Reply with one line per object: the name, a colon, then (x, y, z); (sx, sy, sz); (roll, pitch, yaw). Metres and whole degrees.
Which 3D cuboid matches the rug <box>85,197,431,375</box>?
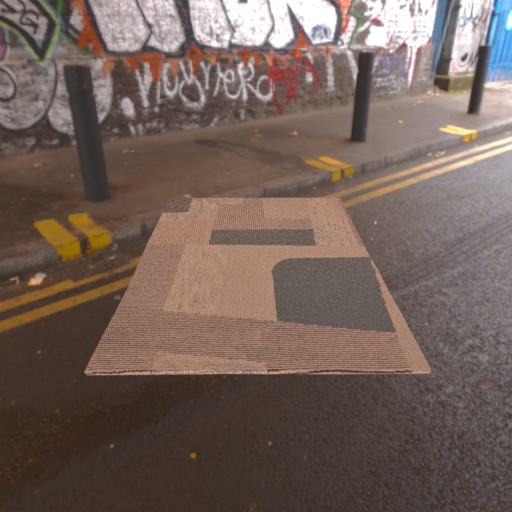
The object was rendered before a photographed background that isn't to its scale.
rug: (0.000, 0.000, 2.393); (1.238, 0.020, 1.847); (0, 27, 0)
